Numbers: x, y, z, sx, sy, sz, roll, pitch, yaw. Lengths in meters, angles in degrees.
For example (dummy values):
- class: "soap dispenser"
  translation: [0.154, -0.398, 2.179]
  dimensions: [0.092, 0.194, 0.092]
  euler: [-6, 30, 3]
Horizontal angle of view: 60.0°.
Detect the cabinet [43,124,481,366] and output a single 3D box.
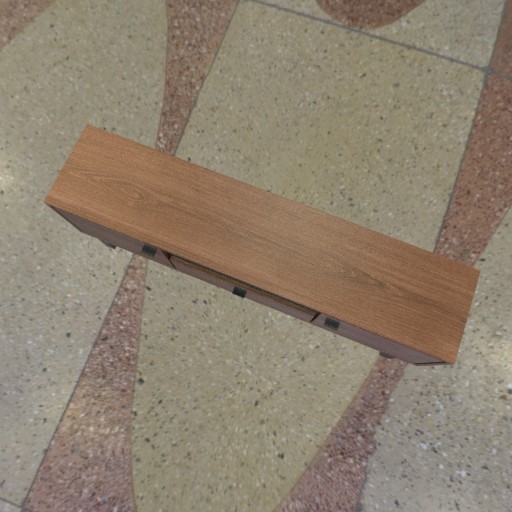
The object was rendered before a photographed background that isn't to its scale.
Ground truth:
- class: "cabinet"
  translation: [0.000, 0.000, 1.929]
  dimensions: [1.650, 0.500, 0.400]
  euler: [21, 76, 5]
